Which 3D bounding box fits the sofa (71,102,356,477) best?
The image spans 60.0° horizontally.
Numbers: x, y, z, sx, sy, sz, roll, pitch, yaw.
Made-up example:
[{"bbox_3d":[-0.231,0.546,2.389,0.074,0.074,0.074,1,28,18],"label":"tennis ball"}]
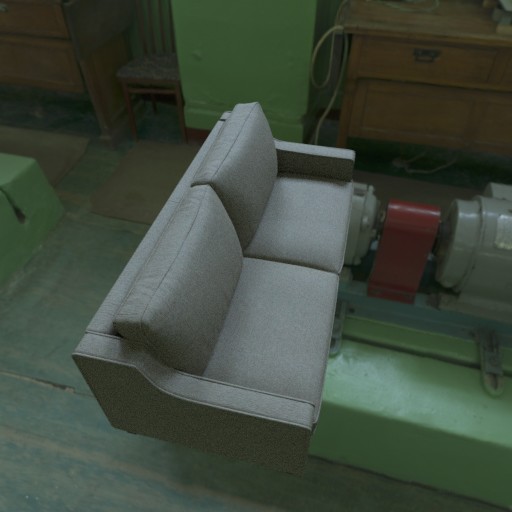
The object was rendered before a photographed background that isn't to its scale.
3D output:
[{"bbox_3d":[0.000,0.000,2.753,1.073,1.074,2.181,10,46,10],"label":"sofa"}]
